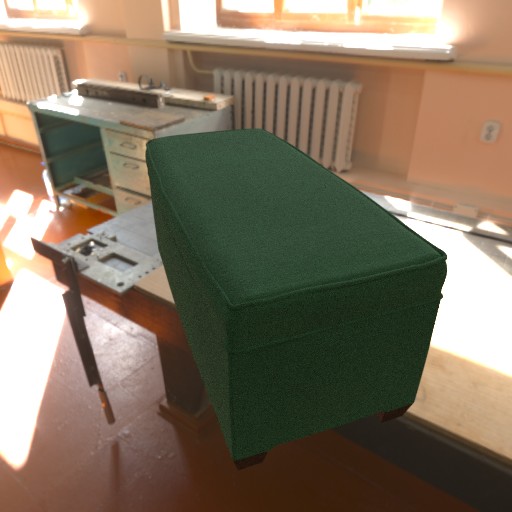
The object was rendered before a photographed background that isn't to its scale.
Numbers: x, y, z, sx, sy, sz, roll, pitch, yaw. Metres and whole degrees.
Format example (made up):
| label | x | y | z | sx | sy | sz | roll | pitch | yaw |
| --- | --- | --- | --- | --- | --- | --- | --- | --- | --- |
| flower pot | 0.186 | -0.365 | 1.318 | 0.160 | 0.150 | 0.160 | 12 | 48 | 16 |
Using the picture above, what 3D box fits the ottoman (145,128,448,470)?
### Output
| label | x | y | z | sx | sy | sz | roll | pitch | yaw |
| --- | --- | --- | --- | --- | --- | --- | --- | --- | --- |
| ottoman | 0.000 | 0.000 | 1.228 | 0.483 | 0.471 | 0.957 | -10 | 32 | -17 |
